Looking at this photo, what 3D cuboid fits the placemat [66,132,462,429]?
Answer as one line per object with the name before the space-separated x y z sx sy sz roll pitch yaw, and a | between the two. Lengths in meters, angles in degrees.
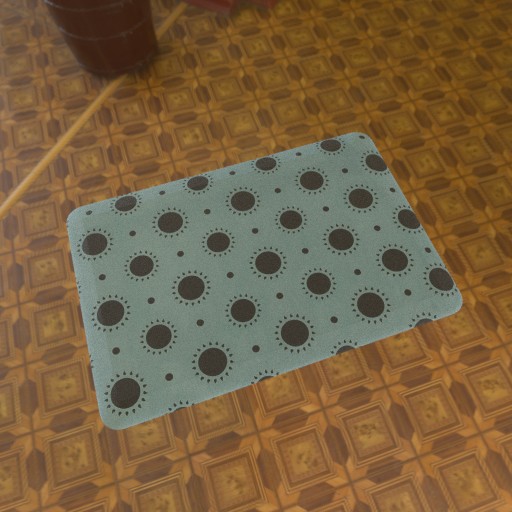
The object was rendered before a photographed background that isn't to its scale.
placemat | 0.000 0.000 0.964 0.762 0.021 0.508 -17 65 -8
